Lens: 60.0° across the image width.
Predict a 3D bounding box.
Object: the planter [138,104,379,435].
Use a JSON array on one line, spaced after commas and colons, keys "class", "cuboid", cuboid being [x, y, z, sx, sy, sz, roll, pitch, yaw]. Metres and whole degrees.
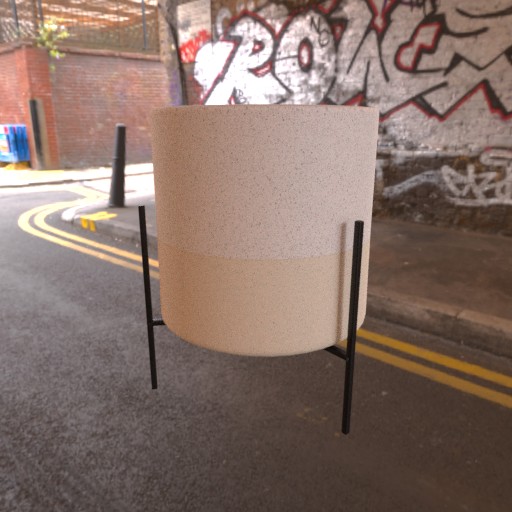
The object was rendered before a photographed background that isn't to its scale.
[{"class": "planter", "cuboid": [0.000, 0.000, 0.671, 0.335, 0.423, 0.313, -3, 17, -9]}]
